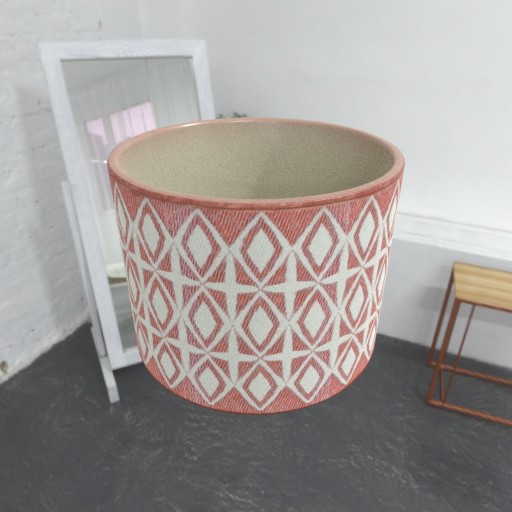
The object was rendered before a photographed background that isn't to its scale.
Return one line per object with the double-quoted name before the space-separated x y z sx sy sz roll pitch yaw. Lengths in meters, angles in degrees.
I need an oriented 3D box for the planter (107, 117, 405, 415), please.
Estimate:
"planter" 0.000 0.000 0.480 0.273 0.237 0.273 0 29 0
